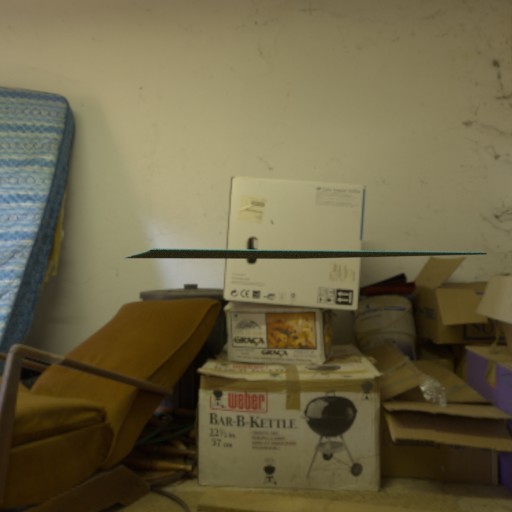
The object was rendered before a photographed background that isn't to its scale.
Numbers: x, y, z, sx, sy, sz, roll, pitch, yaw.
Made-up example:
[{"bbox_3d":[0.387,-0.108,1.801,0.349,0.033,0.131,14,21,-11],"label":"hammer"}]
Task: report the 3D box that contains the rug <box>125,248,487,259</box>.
[{"bbox_3d":[0.000,0.000,2.881,1.554,0.012,2.205,0,-1,-19],"label":"rug"}]
